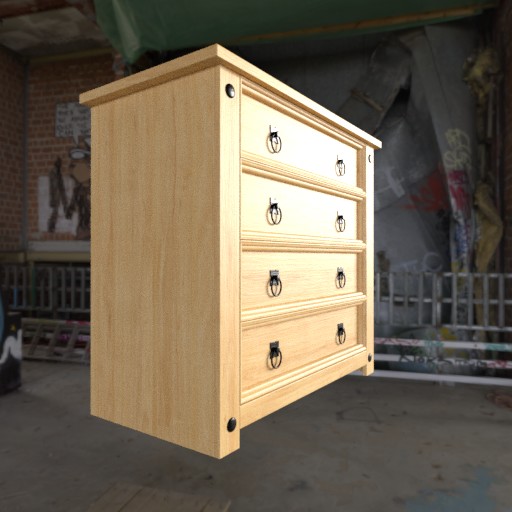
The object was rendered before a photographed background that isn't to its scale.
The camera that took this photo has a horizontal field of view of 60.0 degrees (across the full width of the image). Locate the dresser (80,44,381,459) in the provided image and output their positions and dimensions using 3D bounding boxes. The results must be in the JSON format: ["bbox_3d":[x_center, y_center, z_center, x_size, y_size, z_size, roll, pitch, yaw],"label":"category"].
[{"bbox_3d":[0.000,0.000,1.207,0.410,0.730,0.800,0,0,36],"label":"dresser"}]
